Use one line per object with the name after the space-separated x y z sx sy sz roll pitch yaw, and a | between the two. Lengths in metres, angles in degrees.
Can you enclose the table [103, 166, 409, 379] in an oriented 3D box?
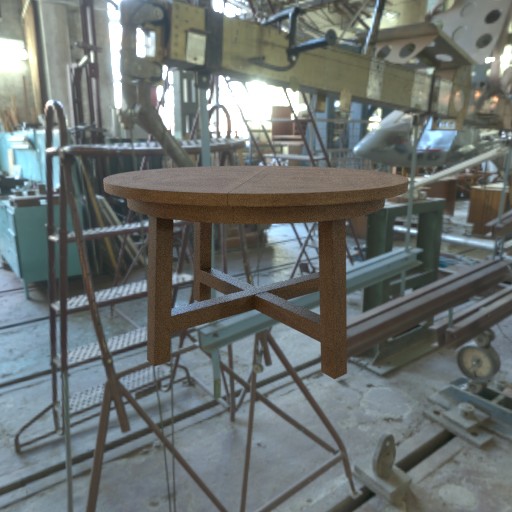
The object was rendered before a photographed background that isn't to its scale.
0.000 0.000 2.118 1.319 0.762 1.319 0 15 0 | table
